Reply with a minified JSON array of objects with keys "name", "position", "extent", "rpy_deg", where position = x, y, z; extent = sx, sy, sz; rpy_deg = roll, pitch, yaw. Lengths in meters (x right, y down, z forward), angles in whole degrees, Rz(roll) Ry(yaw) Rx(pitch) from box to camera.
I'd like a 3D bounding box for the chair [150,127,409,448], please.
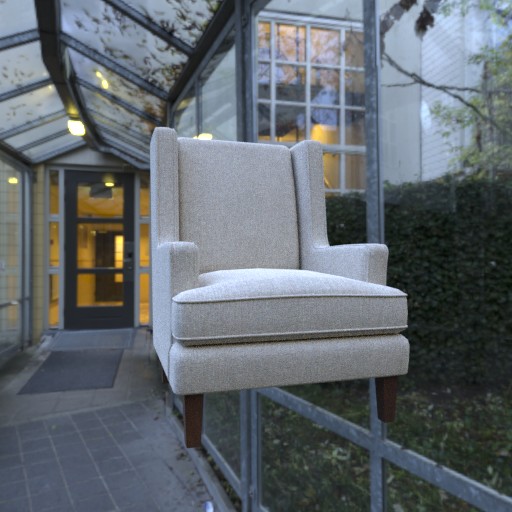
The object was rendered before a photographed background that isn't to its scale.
[{"name":"chair","position":[0.000,0.000,1.756],"extent":[0.764,1.082,0.948],"rpy_deg":[0,0,-17]}]
